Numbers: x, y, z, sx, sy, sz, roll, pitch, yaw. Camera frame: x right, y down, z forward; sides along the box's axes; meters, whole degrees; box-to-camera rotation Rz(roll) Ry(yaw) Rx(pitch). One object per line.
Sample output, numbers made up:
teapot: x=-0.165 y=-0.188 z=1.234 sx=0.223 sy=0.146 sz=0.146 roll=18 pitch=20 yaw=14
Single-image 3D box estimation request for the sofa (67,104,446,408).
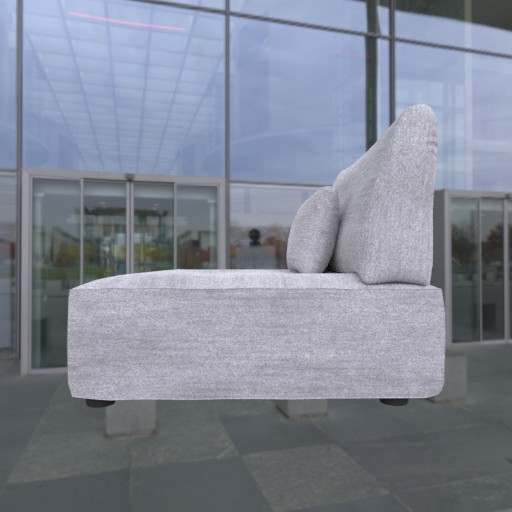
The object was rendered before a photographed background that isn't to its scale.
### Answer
sofa: x=0.000 y=0.000 z=1.630 sx=1.000 sy=0.820 sz=0.930 roll=0 pitch=-1 yaw=-1
